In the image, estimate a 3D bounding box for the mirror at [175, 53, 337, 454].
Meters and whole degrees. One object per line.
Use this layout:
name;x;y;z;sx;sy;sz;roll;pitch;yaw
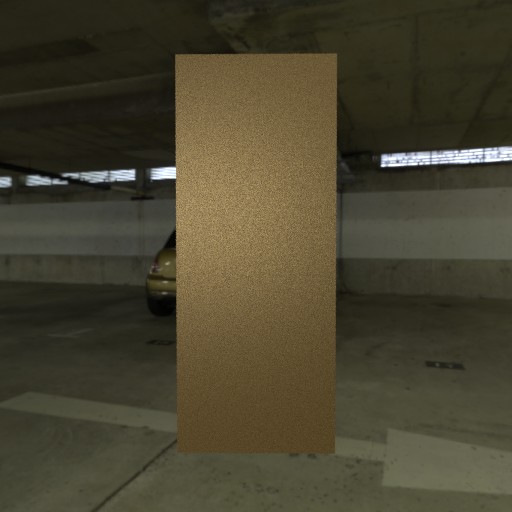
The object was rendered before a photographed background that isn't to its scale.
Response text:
mirror;0.000;0.000;2.267;0.812;2.031;0.025;0;2;1
